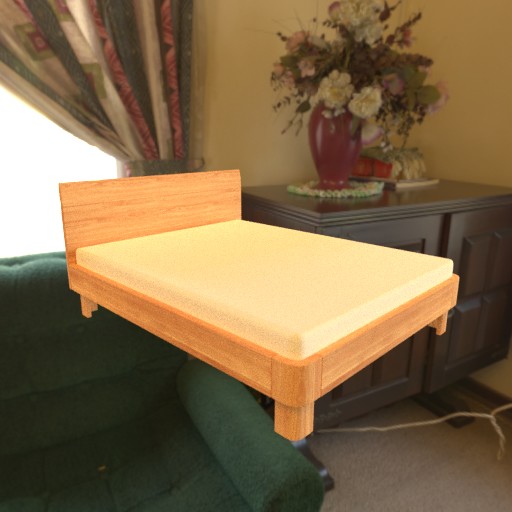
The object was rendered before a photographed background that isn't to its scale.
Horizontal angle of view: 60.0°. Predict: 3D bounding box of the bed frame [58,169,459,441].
[{"bbox_3d":[0.000,0.000,2.951,2.092,0.940,1.660,14,21,42],"label":"bed frame"}]
